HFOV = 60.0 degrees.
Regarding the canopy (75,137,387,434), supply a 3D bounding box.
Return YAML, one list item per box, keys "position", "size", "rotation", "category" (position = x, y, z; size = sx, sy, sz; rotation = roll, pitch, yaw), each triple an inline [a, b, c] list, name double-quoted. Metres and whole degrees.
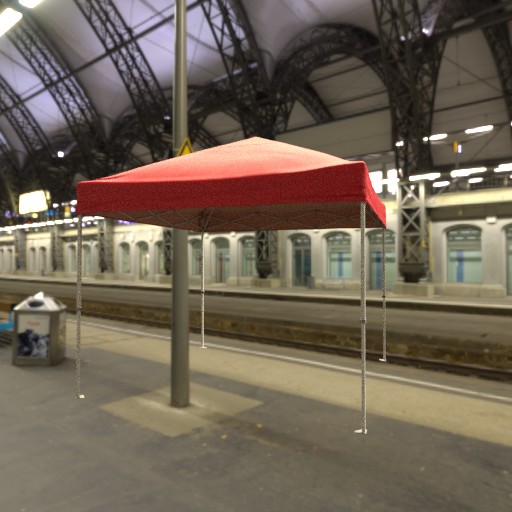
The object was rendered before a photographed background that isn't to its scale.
- position: [0.000, 0.000, 5.559]
  size: [2.998, 2.997, 2.996]
  rotation: [0, -1, 19]
  category: "canopy"
